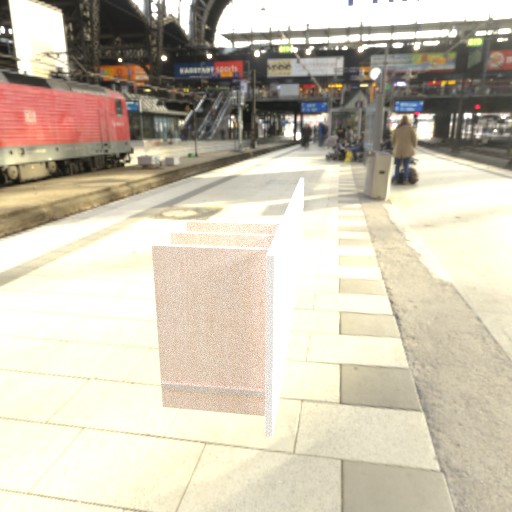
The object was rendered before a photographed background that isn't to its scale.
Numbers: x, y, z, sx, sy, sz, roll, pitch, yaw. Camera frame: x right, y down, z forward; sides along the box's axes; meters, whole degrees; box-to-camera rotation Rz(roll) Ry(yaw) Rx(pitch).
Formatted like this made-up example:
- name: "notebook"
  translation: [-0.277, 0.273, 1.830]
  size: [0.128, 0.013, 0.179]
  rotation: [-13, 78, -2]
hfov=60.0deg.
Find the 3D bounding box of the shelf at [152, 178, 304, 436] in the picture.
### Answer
- name: "shelf"
  translation: [0.000, 0.000, 1.162]
  size: [0.200, 0.300, 1.020]
  rotation: [2, 16, 8]
